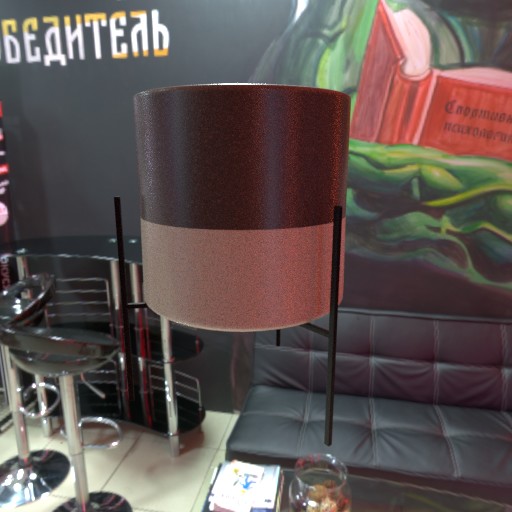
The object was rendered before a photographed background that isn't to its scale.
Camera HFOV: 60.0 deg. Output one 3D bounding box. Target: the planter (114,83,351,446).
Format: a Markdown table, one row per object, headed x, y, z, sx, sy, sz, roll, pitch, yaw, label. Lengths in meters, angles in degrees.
| x | y | z | sx | sy | sz | roll | pitch | yaw | label |
| --- | --- | --- | --- | --- | --- | --- | --- | --- | --- |
| 0.000 | 0.000 | 0.522 | 0.260 | 0.353 | 0.250 | 13 | 18 | 42 | planter |
